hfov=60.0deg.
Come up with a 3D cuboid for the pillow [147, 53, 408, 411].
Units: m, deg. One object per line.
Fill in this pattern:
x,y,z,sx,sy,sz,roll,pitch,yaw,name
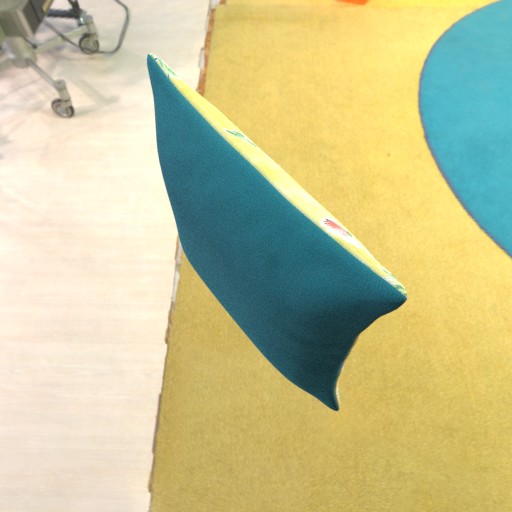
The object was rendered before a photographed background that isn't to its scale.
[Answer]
0.000,0.000,0.778,0.166,0.508,0.525,-33,63,-19,pillow
